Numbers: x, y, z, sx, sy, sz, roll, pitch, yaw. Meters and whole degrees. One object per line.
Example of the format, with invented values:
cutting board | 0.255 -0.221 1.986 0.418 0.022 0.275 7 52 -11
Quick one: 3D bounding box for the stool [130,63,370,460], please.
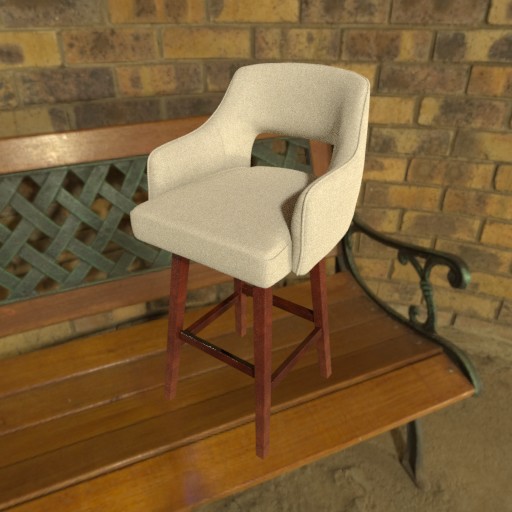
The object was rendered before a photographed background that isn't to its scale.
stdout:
stool | 0.000 0.000 1.360 0.550 1.041 0.560 19 35 30
